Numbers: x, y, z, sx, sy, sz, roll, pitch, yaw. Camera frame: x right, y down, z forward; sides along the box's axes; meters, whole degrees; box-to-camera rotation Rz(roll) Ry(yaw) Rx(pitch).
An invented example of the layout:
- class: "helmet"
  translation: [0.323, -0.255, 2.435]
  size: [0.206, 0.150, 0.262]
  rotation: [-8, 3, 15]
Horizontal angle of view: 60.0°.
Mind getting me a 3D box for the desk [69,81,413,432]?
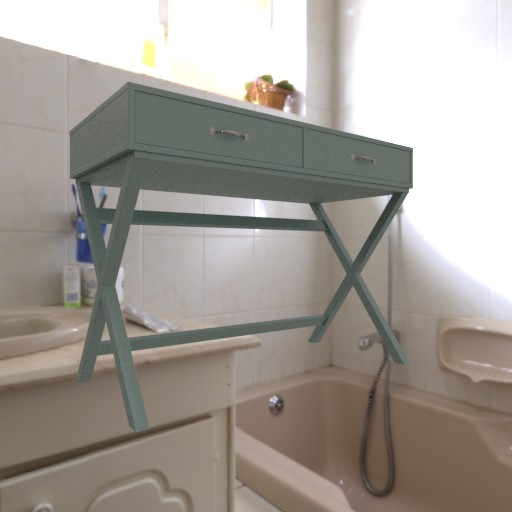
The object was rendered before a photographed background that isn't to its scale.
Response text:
- class: "desk"
  translation: [0.000, 0.000, 1.488]
  size: [1.057, 0.780, 0.525]
  rotation: [-1, 1, -36]
